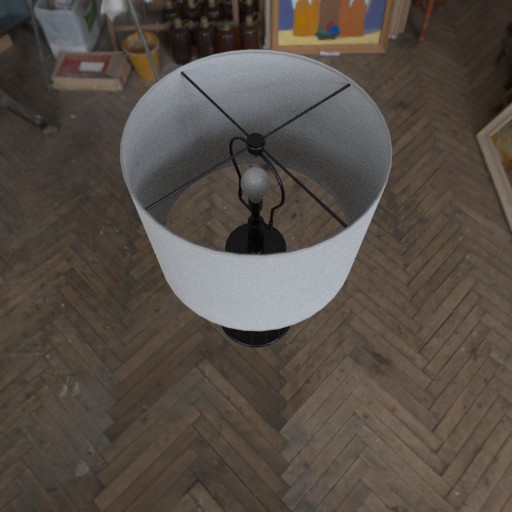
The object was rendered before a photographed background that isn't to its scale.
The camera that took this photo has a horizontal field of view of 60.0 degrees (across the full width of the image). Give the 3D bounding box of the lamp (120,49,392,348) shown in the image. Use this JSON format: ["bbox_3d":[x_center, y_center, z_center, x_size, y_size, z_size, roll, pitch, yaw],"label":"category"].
[{"bbox_3d":[0.000,0.000,0.789,0.322,0.593,0.322,-35,67,-17],"label":"lamp"}]
